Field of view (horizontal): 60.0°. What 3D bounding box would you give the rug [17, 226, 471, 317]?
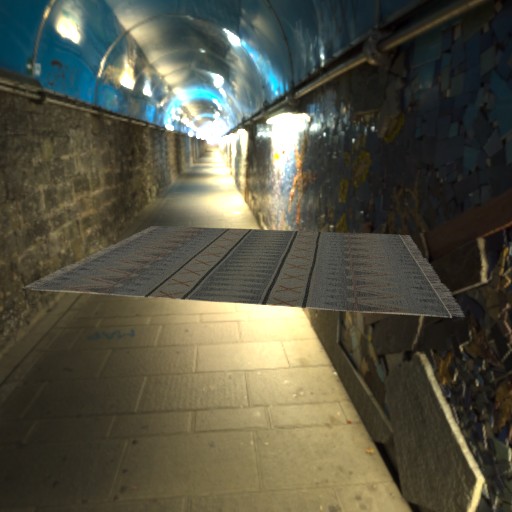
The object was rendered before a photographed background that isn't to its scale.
[{"bbox_3d":[0.000,0.000,3.971,3.000,0.012,2.371,3,15,10],"label":"rug"}]
